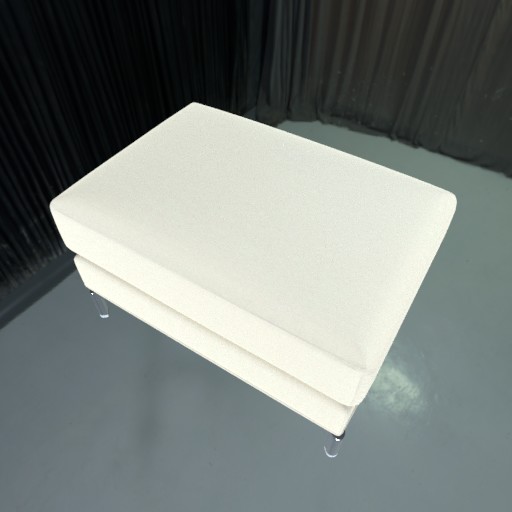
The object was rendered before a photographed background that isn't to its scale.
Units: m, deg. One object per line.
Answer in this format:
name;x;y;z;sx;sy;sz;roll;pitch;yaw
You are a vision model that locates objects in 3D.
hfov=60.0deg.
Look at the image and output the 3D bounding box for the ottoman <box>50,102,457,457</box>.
ottoman;0.000;0.000;1.215;0.835;0.497;0.581;25;52;21
